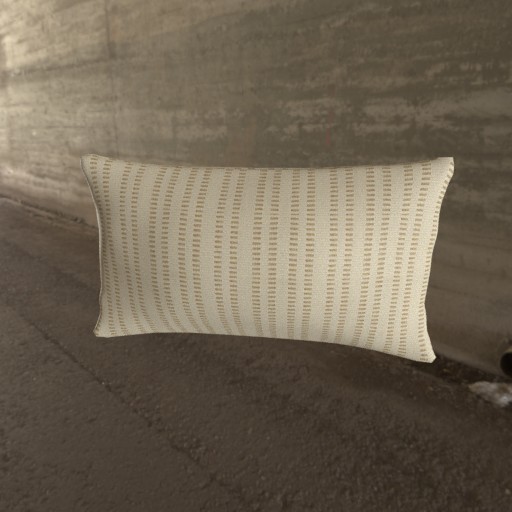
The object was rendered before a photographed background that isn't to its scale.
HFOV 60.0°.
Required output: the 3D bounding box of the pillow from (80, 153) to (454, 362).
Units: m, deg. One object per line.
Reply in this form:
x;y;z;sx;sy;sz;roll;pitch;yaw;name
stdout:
0.000;0.000;0.792;0.640;0.353;0.210;2;16;9;pillow
